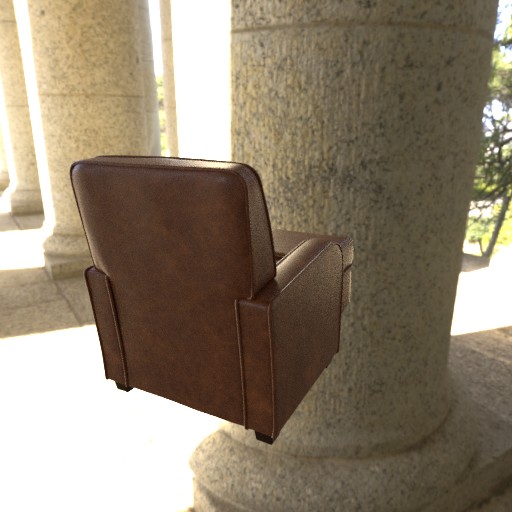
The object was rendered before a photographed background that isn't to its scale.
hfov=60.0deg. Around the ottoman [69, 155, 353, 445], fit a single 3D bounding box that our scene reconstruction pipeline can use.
[{"bbox_3d":[0.000,0.000,1.895,0.732,0.904,1.314,9,19,27],"label":"ottoman"}]
